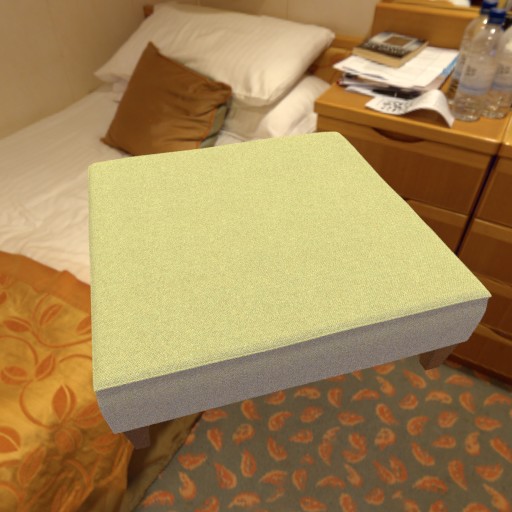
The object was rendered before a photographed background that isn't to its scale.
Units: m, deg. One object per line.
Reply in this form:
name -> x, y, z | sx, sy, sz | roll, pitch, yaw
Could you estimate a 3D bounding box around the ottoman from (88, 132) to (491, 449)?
ottoman -> 0.000, 0.000, 1.477 | 1.004, 0.379, 0.968 | -11, 43, -12
